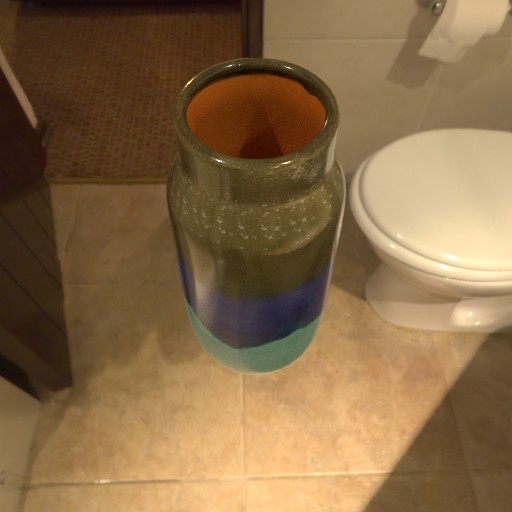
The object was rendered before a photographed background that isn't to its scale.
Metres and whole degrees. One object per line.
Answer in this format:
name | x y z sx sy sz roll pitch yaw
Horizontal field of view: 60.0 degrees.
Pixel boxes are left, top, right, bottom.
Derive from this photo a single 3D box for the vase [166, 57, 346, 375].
vase | 0.000 0.000 0.377 0.139 0.313 0.139 0 58 0
